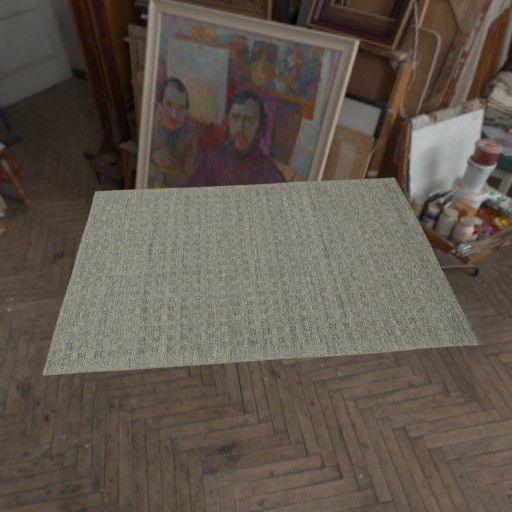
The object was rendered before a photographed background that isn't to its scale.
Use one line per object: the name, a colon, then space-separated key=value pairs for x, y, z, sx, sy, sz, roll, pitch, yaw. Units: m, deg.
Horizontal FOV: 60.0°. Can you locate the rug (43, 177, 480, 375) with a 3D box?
rug: x=0.000 y=0.000 z=2.846 sx=2.297 sy=0.018 sz=1.532 roll=-3 pitch=45 yaw=-3
